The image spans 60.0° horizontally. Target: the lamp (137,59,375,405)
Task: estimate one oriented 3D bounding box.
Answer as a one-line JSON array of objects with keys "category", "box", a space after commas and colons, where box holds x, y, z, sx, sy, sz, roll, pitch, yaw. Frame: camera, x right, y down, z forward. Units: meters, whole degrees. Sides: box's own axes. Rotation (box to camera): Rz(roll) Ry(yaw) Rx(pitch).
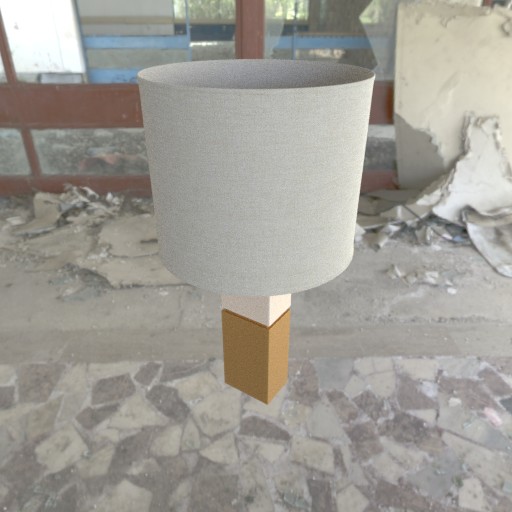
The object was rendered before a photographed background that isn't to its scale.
[{"category": "lamp", "box": [0.000, 0.000, 0.537, 0.229, 0.417, 0.229, 18, 34, 29]}]
